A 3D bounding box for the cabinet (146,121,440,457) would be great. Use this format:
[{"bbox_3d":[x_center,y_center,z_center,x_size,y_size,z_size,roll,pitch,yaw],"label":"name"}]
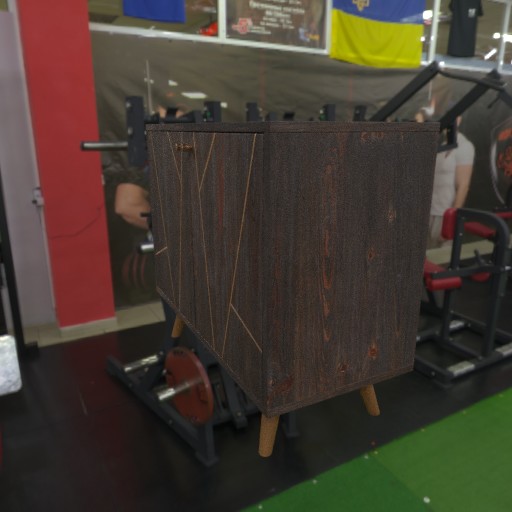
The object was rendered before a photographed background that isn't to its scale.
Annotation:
[{"bbox_3d":[0.000,0.000,1.568,0.529,0.897,1.023,-8,18,-26],"label":"cabinet"}]
